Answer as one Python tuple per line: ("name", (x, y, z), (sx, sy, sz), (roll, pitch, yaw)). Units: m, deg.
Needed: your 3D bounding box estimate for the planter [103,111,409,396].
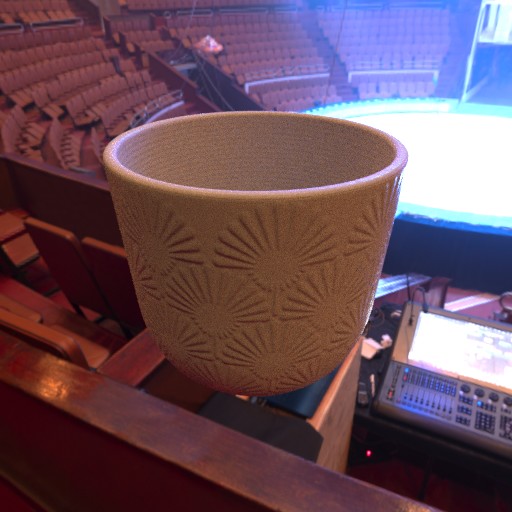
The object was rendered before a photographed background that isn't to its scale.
("planter", (0.000, 0.000, 0.292), (0.170, 0.152, 0.170), (0, 29, 0))
